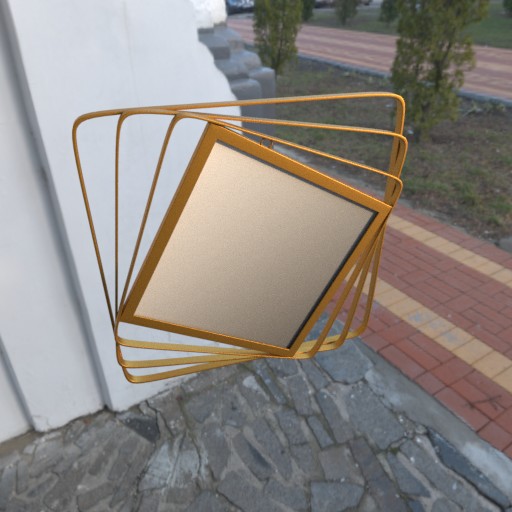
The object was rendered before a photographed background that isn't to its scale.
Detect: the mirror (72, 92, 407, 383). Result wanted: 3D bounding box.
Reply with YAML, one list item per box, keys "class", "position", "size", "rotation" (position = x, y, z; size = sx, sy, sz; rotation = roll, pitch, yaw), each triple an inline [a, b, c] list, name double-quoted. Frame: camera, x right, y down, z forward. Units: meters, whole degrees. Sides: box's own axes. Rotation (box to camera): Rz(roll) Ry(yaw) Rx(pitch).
- class: "mirror"
  position: [0.000, 0.000, 0.695]
  size: [0.470, 0.468, 0.045]
  rotation: [-9, 33, -14]
